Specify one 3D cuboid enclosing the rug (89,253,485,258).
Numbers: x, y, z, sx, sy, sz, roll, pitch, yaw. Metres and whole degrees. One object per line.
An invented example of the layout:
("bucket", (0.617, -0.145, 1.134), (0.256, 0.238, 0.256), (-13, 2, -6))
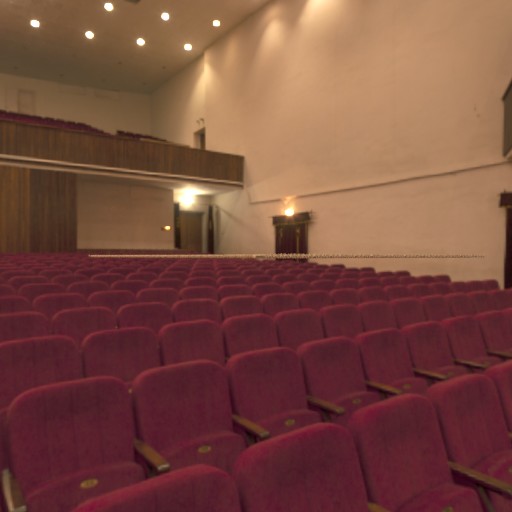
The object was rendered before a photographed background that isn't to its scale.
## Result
("rug", (0.000, 0.000, 2.319), (1.223, 0.015, 1.771), (0, 0, -36))
